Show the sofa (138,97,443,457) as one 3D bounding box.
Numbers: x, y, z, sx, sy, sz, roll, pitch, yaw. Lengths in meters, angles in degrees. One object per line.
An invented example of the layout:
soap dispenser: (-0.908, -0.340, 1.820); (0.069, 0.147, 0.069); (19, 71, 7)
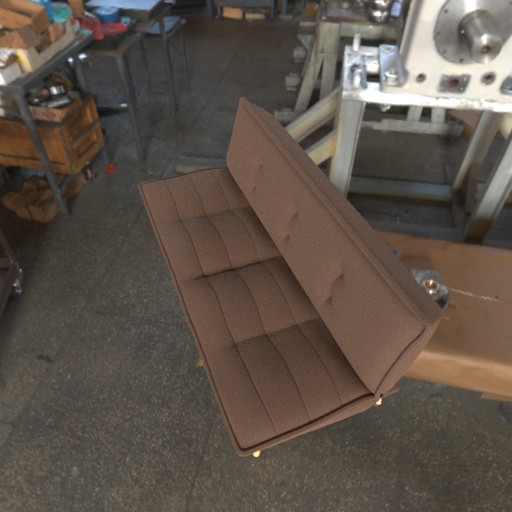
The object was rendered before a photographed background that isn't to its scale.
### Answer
sofa: (0.000, 0.000, 2.472); (0.950, 0.890, 1.940); (-17, 48, -15)
